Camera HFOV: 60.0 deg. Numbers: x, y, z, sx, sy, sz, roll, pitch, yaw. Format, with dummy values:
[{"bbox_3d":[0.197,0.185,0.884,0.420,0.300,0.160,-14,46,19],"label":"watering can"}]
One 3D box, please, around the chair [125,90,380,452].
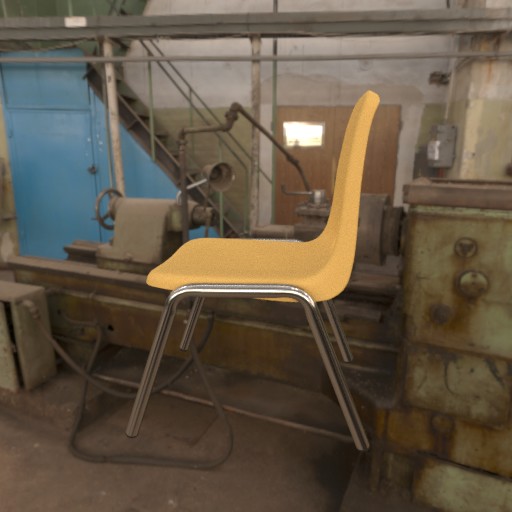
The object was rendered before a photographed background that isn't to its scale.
[{"bbox_3d":[0.000,0.000,0.846,0.423,0.586,0.354,2,15,7],"label":"chair"}]
